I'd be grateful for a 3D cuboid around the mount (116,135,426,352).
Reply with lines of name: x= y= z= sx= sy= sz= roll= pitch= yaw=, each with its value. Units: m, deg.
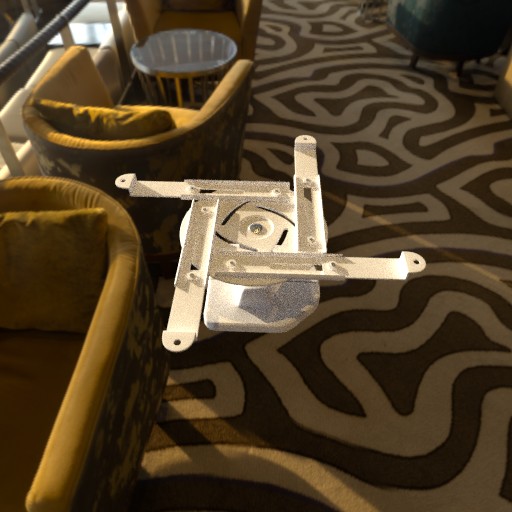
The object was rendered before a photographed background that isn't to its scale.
mount: x=0.000 y=0.000 z=0.611 sx=0.394 sy=0.141 sz=0.394 roll=2 pitch=46 yaw=2
